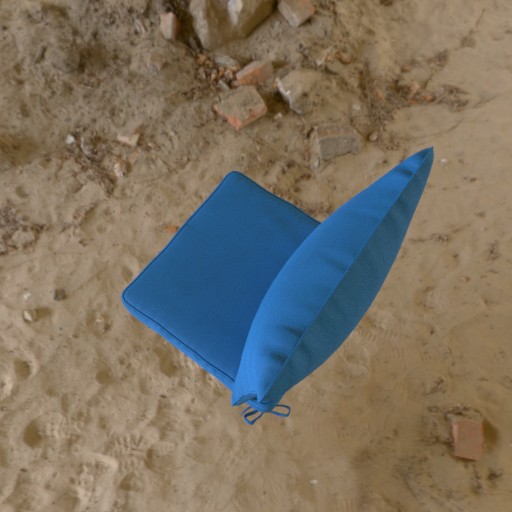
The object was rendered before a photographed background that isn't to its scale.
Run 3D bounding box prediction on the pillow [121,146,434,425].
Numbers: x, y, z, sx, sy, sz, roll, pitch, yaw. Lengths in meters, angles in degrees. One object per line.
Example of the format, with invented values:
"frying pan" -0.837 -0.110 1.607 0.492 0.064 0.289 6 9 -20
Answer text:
"pillow" 0.000 0.000 1.385 0.733 0.725 0.798 33 70 14
